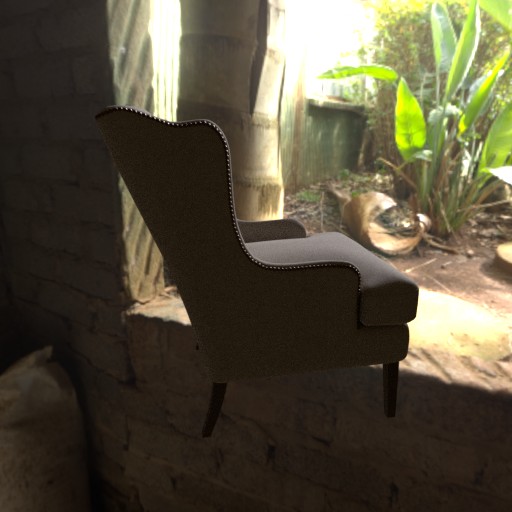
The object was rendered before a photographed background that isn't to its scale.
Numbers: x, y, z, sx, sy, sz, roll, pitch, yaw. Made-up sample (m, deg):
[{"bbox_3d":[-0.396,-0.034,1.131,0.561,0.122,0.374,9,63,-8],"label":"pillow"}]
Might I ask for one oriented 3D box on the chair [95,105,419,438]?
[{"bbox_3d":[0.000,0.000,1.624,0.940,1.029,0.737,-3,16,-9],"label":"chair"}]
